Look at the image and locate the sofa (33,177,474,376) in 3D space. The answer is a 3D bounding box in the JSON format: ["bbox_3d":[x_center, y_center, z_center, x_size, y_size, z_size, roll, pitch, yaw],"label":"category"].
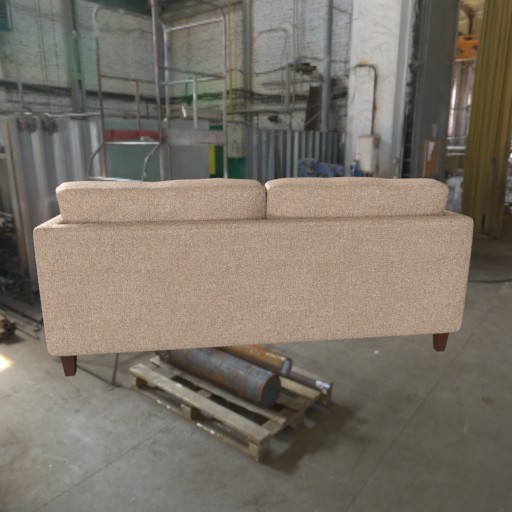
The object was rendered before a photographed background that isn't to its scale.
[{"bbox_3d":[0.000,0.000,2.667,2.208,0.965,0.951,-2,14,-8],"label":"sofa"}]
